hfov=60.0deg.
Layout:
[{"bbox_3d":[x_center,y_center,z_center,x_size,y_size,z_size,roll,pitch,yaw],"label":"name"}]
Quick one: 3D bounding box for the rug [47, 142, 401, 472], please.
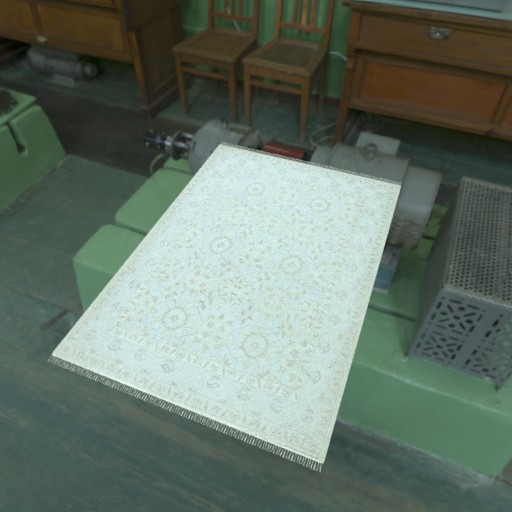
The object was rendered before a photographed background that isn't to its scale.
[{"bbox_3d":[0.000,0.000,2.875,1.514,0.011,2.233,16,49,14],"label":"rug"}]
